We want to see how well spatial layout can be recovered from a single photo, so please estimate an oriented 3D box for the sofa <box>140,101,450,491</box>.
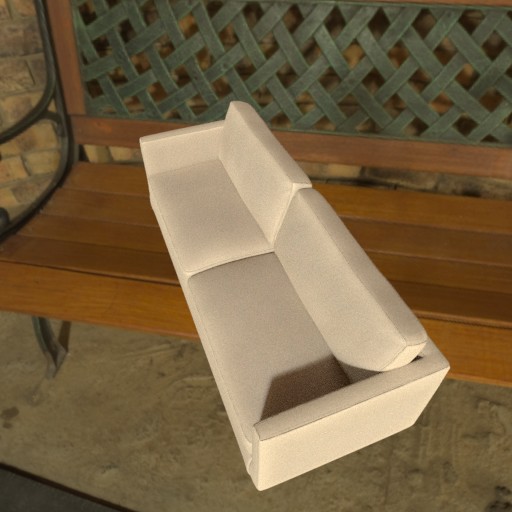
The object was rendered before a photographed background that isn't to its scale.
[{"bbox_3d":[0.000,0.000,2.766,0.951,0.968,2.361,-16,49,-15],"label":"sofa"}]
